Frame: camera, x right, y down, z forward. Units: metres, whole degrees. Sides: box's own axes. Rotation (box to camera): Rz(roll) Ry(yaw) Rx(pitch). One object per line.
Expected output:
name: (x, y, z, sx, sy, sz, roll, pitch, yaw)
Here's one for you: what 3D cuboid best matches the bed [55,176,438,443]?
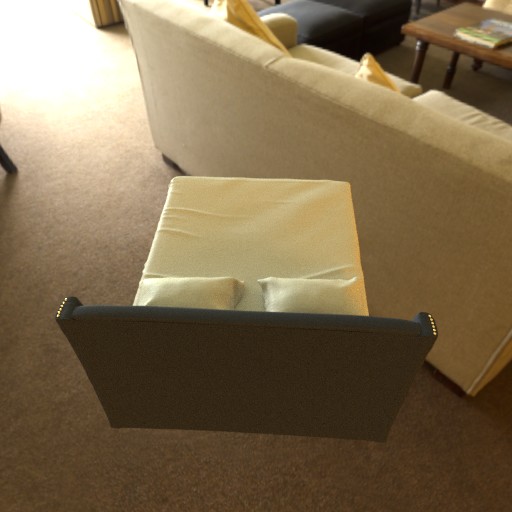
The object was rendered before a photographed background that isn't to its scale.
bed: (0.000, 0.000, 3.416, 1.925, 1.332, 2.276, 2, 46, 2)
